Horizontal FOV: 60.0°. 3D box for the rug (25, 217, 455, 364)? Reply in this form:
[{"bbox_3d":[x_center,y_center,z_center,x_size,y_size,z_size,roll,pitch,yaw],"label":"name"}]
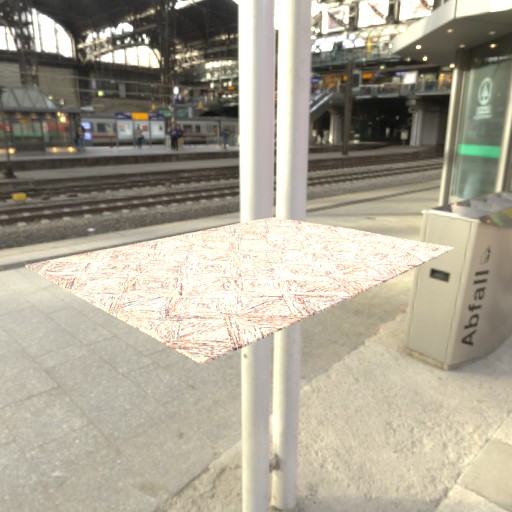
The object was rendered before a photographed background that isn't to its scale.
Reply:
[{"bbox_3d":[0.000,0.000,4.109,2.436,0.024,3.226,15,21,42],"label":"rug"}]
